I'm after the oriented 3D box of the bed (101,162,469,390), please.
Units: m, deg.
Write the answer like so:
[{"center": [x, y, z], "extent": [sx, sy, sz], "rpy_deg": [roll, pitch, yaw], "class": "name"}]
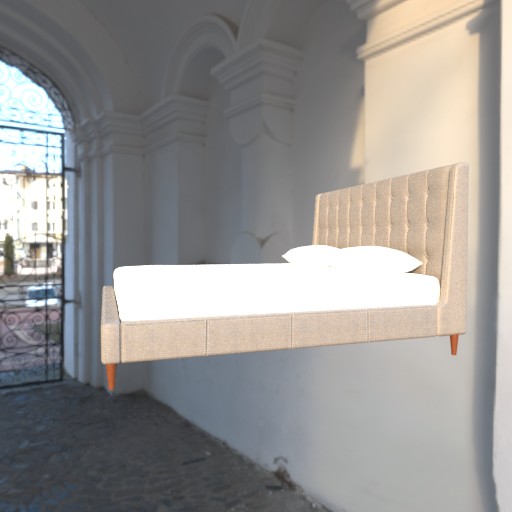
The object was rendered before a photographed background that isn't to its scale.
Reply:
[{"center": [0.000, 0.000, 3.561], "extent": [2.342, 1.289, 2.062], "rpy_deg": [-1, 2, -19], "class": "bed"}]
